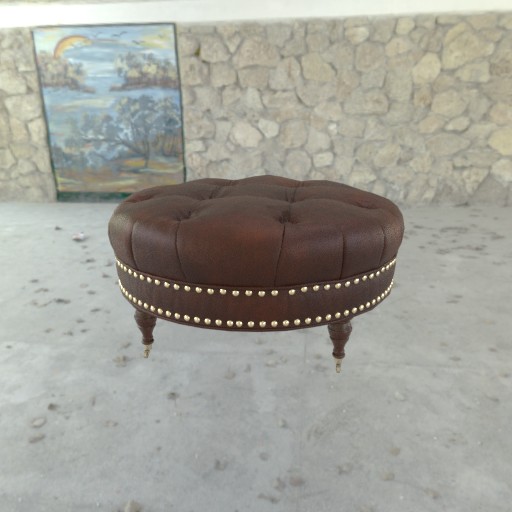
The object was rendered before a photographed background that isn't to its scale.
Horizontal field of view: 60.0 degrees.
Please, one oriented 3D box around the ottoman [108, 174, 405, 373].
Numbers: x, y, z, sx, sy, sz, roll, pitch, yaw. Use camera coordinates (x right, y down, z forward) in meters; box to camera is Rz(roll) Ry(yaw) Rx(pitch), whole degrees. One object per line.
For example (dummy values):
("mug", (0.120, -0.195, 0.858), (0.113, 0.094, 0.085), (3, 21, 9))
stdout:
("ottoman", (0.000, 0.000, 1.418), (0.901, 0.455, 0.901), (0, 17, 0))
